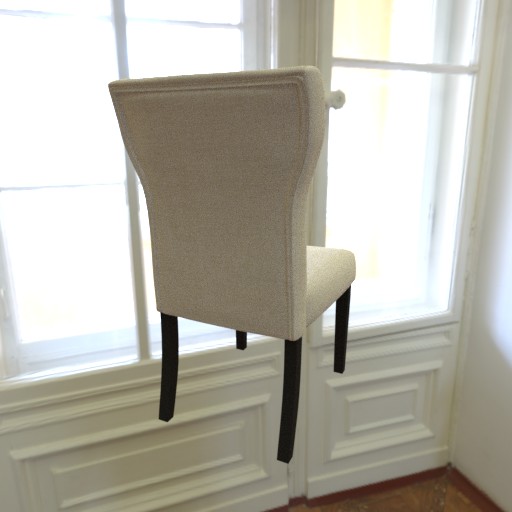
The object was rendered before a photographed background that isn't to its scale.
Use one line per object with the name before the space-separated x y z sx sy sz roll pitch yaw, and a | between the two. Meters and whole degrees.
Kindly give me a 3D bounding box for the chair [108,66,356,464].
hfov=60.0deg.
chair | 0.000 0.000 1.269 0.509 0.921 0.597 8 17 25
